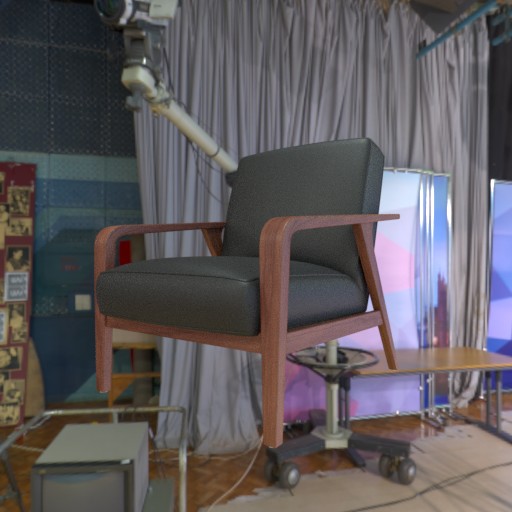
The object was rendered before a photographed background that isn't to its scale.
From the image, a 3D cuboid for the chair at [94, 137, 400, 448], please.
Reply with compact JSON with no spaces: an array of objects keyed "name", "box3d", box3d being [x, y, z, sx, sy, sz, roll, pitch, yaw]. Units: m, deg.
[{"name":"chair","box3d":[0.000,0.000,1.513,0.719,0.861,0.889,1,1,37]}]
